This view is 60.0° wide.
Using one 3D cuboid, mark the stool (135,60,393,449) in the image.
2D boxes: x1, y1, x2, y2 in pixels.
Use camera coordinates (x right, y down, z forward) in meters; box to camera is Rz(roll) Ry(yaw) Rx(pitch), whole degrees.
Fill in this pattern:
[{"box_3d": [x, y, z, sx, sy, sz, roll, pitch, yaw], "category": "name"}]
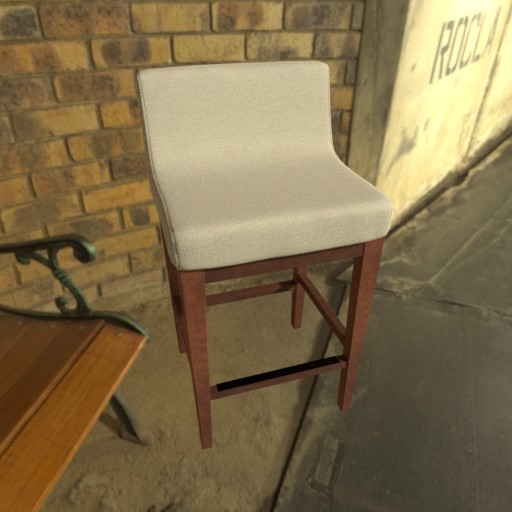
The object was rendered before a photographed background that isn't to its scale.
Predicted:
[{"box_3d": [0.000, 0.000, 1.233, 0.511, 0.937, 0.500, -9, 33, -15], "category": "stool"}]
